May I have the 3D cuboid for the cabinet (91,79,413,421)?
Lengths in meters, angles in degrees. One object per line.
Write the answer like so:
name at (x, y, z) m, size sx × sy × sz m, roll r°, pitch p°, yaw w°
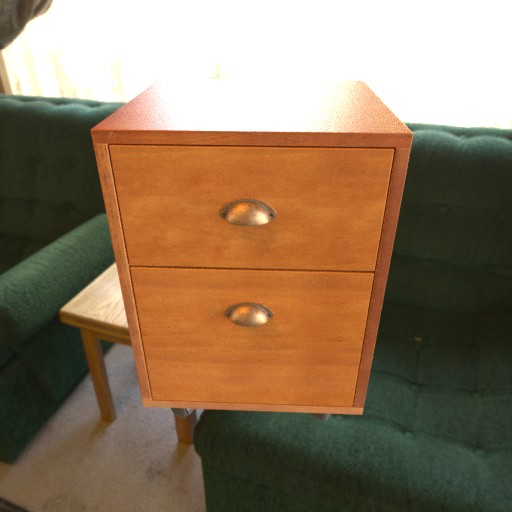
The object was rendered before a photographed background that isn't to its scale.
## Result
cabinet at (0.000, 0.000, 0.860) m, size 0.409 × 0.579 × 0.401 m, roll 1°, pitch 31°, yaw 2°
